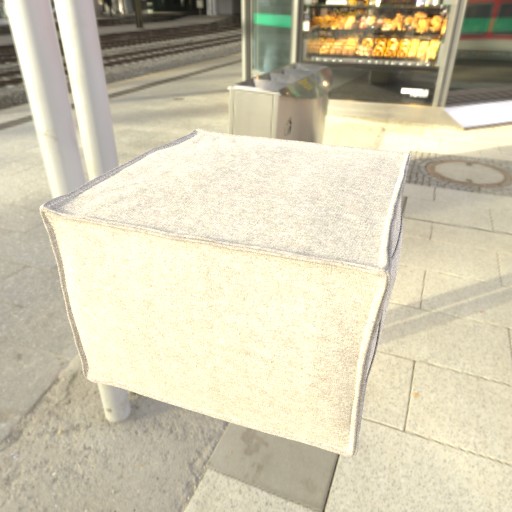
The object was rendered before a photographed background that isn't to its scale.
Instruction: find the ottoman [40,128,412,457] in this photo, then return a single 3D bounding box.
[{"bbox_3d":[0.000,0.000,1.141,0.696,0.470,0.707,10,32,17],"label":"ottoman"}]
